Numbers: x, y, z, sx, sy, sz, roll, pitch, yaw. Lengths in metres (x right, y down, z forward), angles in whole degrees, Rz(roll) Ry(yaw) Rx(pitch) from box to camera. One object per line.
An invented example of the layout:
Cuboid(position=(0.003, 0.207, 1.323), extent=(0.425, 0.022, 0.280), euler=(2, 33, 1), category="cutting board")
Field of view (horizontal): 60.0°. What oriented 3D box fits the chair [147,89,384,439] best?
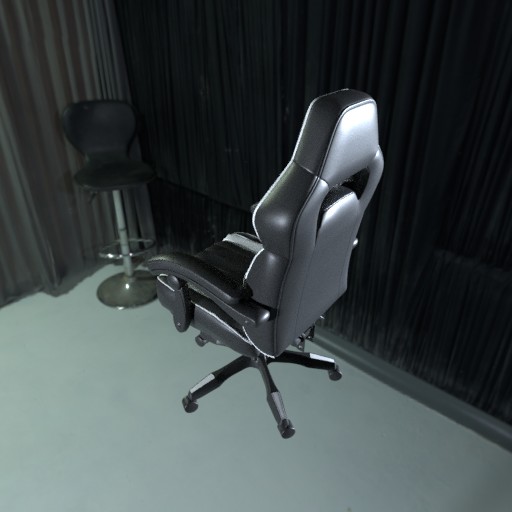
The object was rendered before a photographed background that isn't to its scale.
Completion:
Cuboid(position=(0.000, 0.000, 1.626), extent=(0.700, 1.200, 0.676), euler=(21, 36, 32), category="chair")
